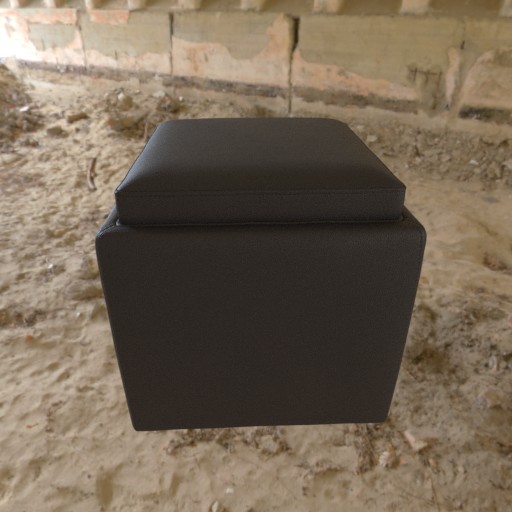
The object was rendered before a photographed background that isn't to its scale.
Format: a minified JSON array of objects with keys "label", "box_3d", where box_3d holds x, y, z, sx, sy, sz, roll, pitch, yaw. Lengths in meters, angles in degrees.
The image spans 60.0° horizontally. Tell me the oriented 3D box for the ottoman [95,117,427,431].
[{"label":"ottoman","box_3d":[0.000,0.000,0.836,0.451,0.460,0.450,-1,29,-2]}]
